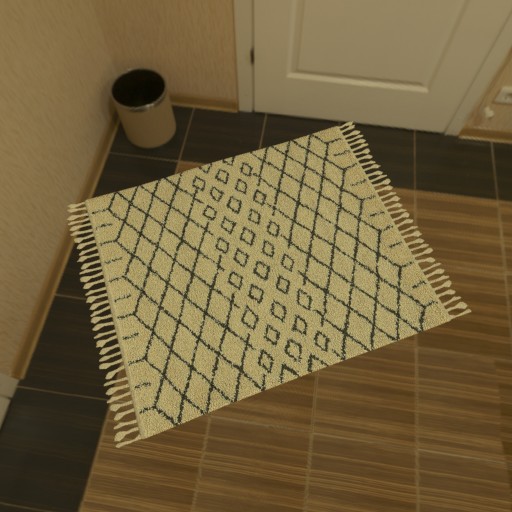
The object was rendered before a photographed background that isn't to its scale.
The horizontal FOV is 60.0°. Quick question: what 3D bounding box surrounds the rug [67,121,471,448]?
[{"bbox_3d":[0.000,0.000,4.191,3.213,0.030,2.388,-19,65,-9],"label":"rug"}]
